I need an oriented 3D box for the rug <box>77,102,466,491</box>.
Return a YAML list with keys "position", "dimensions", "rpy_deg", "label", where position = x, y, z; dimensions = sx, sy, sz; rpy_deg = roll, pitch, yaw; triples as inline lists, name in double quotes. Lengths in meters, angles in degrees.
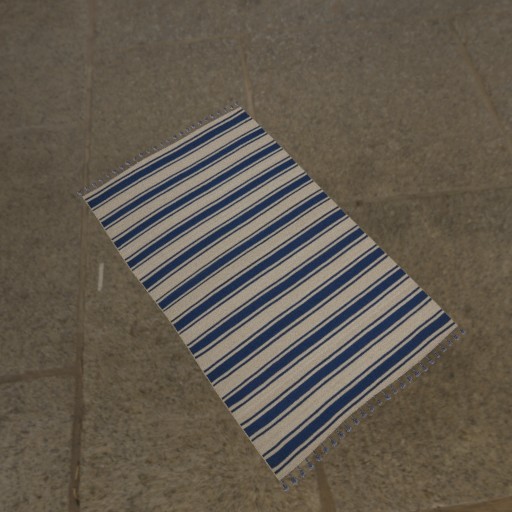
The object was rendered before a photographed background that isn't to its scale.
- position: [0.000, 0.000, 2.573]
  dimensions: [1.248, 0.009, 2.108]
  rpy_deg: [-34, 69, -15]
  label: "rug"
